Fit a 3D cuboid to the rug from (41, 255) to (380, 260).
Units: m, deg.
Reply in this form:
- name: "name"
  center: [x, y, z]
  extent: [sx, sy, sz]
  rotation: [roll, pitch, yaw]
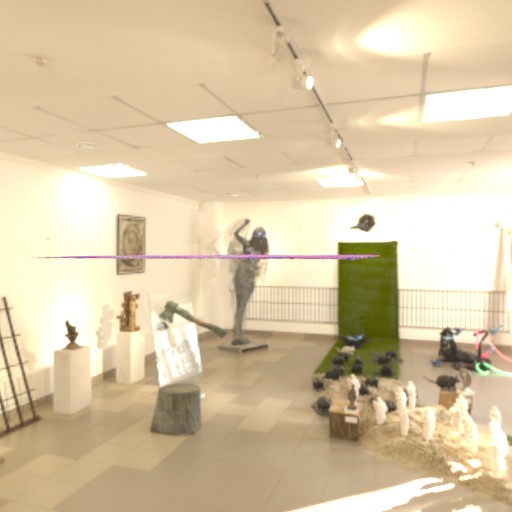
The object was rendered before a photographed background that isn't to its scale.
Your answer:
- name: "rug"
  center: [0.000, 0.000, 2.988]
  extent: [1.539, 0.013, 2.350]
  rotation: [0, 0, 18]
